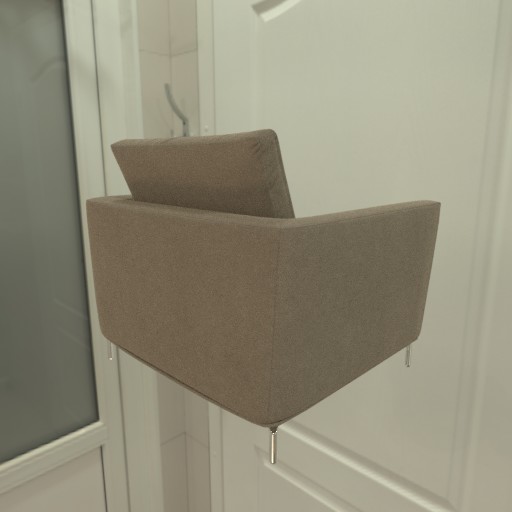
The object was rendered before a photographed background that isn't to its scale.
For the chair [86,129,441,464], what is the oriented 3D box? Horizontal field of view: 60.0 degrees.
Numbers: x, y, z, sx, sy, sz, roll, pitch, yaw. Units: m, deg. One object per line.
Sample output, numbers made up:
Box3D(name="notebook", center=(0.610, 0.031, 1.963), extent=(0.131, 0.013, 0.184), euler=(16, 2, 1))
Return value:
Box3D(name="chair", center=(0.000, 0.000, 1.661), extent=(1.041, 0.864, 0.889), euler=(12, 17, 43))
